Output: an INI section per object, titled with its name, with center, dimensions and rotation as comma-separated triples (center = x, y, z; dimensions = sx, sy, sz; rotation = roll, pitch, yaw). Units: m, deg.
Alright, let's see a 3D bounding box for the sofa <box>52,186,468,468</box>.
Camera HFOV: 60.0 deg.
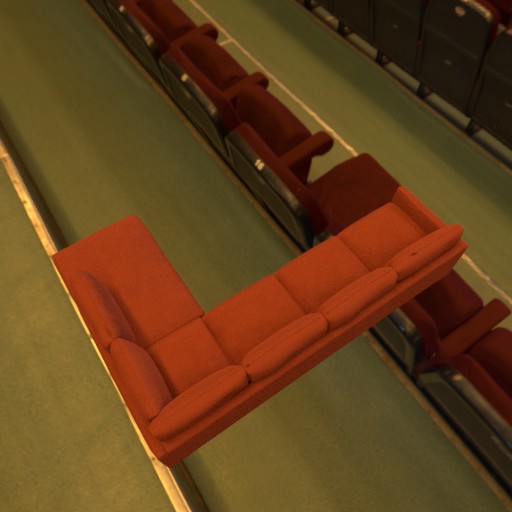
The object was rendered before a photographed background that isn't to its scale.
[sofa]
center = 0.000, 0.000, 3.552
dimensions = 2.736, 0.757, 1.879
rotation = -30, 63, -17
